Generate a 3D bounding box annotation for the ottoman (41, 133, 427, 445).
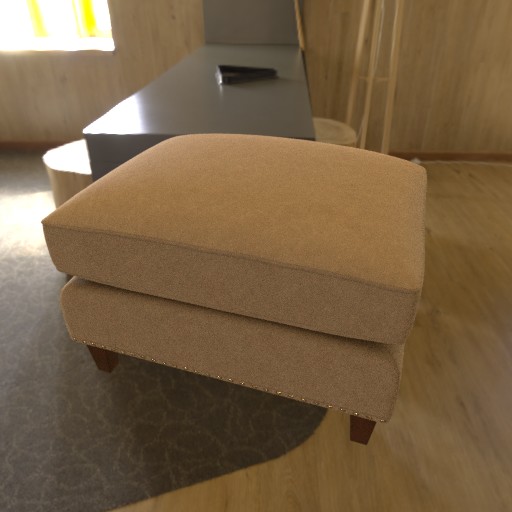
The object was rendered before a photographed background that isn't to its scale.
[{"bbox_3d":[0.000,0.000,1.102,0.741,0.513,0.584,10,34,16],"label":"ottoman"}]
